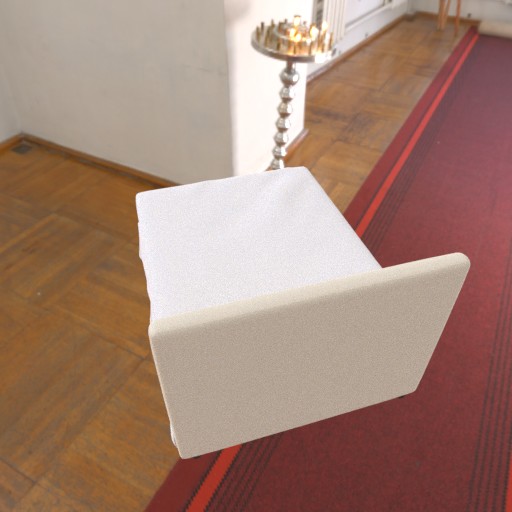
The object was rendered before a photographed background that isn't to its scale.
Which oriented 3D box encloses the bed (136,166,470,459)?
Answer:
[{"bbox_3d":[0.000,0.000,3.266,1.714,1.330,2.147,-11,43,-12],"label":"bed"}]
